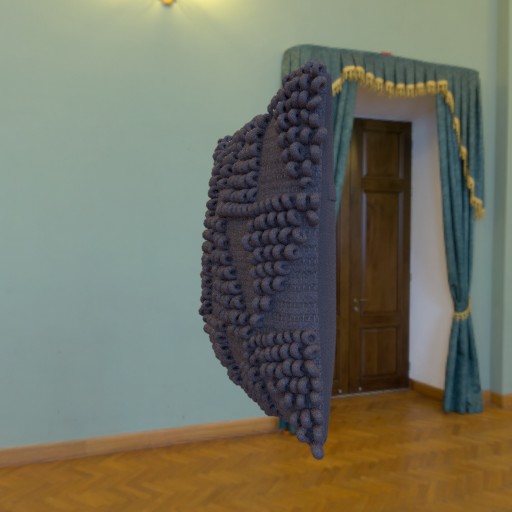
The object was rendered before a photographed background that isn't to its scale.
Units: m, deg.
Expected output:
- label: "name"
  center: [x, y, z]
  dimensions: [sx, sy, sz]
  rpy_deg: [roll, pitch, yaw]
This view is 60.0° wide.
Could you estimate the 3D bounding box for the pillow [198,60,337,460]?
- label: "pillow"
  center: [0.000, 0.000, 0.723]
  dimensions: [0.172, 0.467, 0.470]
  rpy_deg: [-1, 2, -18]
